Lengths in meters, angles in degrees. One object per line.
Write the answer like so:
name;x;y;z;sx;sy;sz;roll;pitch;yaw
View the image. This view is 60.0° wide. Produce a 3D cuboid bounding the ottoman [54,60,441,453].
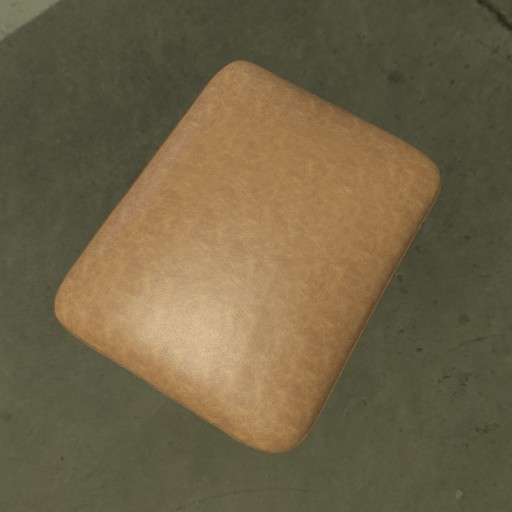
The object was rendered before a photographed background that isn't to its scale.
ottoman;0.000;0.000;1.115;0.593;0.478;0.747;30;78;7
